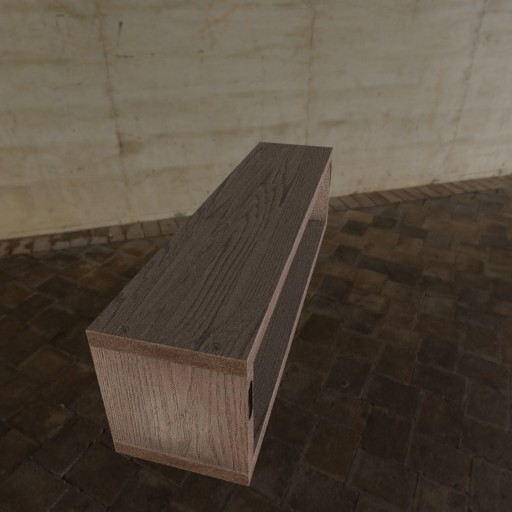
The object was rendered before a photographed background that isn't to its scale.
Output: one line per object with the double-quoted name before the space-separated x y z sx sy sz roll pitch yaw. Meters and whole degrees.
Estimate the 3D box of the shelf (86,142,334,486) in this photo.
"shelf" 0.000 0.000 0.675 0.150 0.170 0.610 8 31 13
